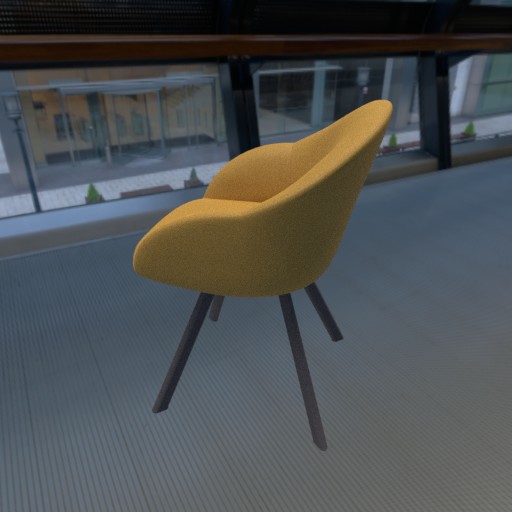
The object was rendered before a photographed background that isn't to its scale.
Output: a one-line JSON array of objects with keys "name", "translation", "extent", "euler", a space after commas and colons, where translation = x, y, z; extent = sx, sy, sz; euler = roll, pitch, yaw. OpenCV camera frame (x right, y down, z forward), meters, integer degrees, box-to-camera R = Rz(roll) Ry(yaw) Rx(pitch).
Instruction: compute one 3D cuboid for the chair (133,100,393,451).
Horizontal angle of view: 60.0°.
[{"name": "chair", "translation": [0.000, 0.000, 1.164], "extent": [0.583, 0.793, 0.551], "euler": [7, 29, 13]}]
